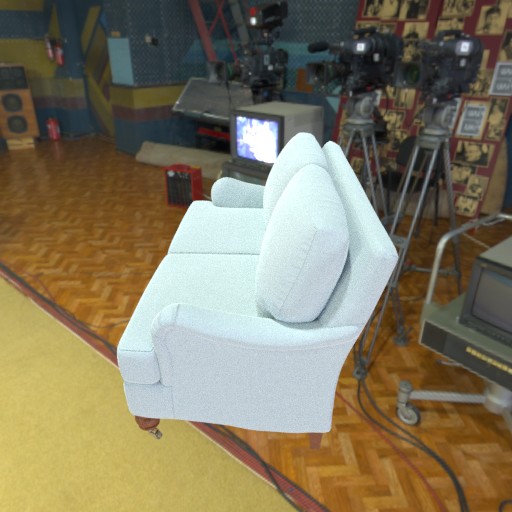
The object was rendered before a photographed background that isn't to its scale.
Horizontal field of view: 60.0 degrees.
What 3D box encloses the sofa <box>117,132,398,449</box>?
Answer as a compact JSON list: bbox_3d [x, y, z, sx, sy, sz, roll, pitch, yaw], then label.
[{"bbox_3d":[0.000,0.000,2.544,1.084,1.101,1.853,1,27,2],"label":"sofa"}]
